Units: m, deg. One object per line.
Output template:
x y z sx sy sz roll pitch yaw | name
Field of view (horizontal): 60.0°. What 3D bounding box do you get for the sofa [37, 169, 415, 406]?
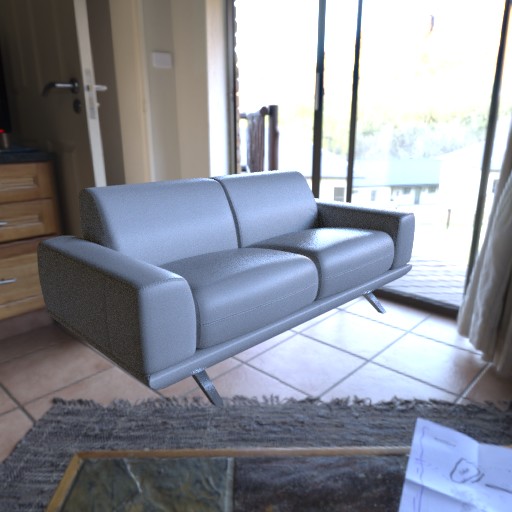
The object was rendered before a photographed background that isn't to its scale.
0.000 0.000 2.338 0.900 0.772 1.901 15 22 43 | sofa
